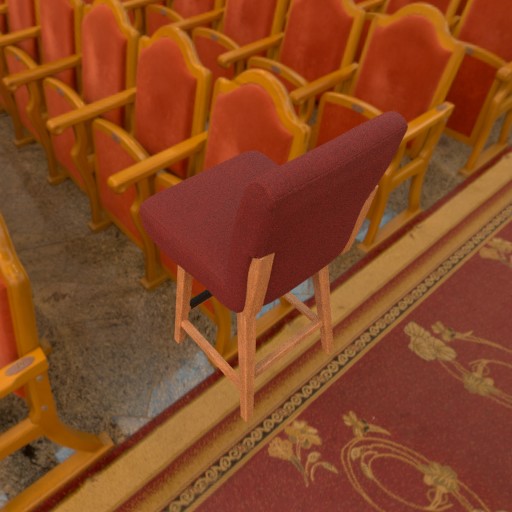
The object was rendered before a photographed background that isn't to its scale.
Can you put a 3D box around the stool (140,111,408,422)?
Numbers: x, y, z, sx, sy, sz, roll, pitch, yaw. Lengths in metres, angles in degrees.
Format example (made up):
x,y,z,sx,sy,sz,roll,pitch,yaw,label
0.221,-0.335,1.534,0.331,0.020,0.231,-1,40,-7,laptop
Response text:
x,y,z,sx,sy,sz,roll,pitch,yaw,label
0.000,0.000,1.368,0.468,1.038,0.562,-32,54,-27,stool
